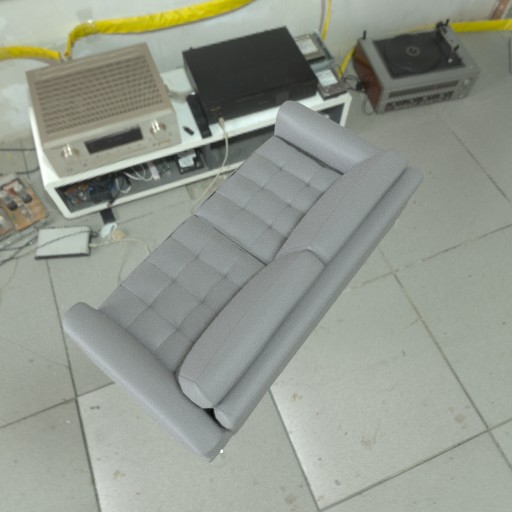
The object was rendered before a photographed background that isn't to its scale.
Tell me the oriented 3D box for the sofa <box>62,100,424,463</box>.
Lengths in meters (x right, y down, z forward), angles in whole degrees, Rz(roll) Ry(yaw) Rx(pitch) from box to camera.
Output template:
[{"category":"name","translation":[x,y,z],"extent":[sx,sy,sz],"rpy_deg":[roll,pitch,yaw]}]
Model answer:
[{"category":"sofa","translation":[0.000,0.000,2.730],"extent":[1.121,0.930,2.177],"rpy_deg":[35,68,17]}]
